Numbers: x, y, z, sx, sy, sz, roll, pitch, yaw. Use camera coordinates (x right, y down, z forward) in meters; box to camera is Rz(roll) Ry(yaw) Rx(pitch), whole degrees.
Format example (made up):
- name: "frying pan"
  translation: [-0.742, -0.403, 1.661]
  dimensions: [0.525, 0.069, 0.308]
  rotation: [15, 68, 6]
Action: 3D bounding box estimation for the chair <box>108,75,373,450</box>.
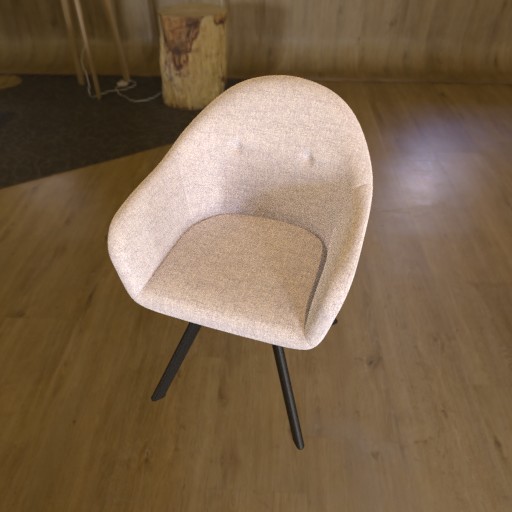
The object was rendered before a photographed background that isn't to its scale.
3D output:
- name: "chair"
  translation: [0.000, 0.000, 1.188]
  dimensions: [0.540, 0.780, 0.570]
  rotation: [13, 43, 14]
